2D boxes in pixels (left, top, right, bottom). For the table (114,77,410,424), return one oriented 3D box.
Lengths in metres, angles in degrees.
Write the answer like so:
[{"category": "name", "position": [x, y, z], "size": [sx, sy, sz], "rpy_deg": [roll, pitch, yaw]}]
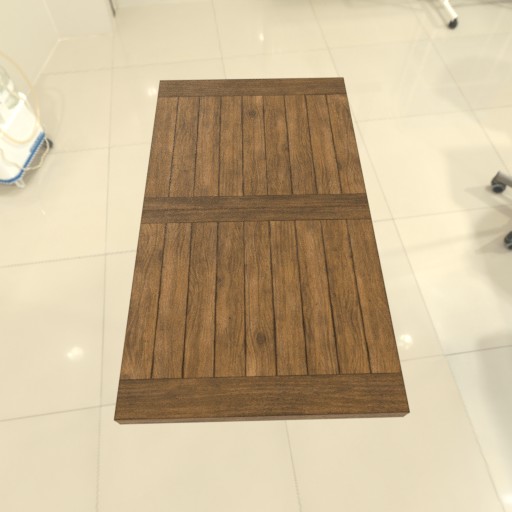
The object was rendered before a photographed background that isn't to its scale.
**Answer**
[{"category": "table", "position": [0.000, 0.000, 2.142], "size": [0.931, 0.757, 1.641], "rpy_deg": [-1, 59, -1]}]
